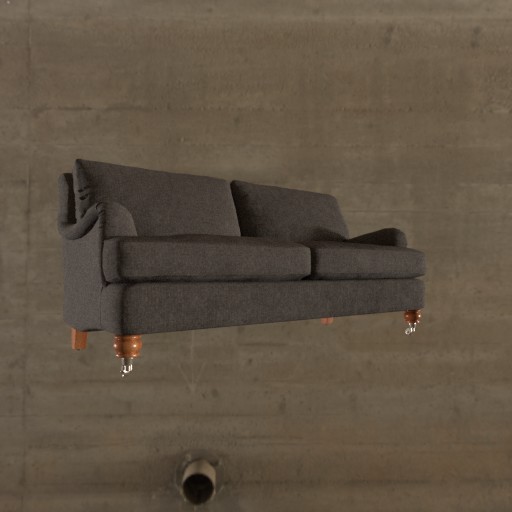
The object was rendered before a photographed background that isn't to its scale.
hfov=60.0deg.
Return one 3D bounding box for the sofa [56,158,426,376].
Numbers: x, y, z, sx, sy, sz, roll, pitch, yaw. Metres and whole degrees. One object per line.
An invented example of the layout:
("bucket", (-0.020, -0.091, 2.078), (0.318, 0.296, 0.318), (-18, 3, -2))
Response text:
("sofa", (0.000, 0.000, 2.756), (2.160, 1.054, 1.087), (1, -2, -37))
